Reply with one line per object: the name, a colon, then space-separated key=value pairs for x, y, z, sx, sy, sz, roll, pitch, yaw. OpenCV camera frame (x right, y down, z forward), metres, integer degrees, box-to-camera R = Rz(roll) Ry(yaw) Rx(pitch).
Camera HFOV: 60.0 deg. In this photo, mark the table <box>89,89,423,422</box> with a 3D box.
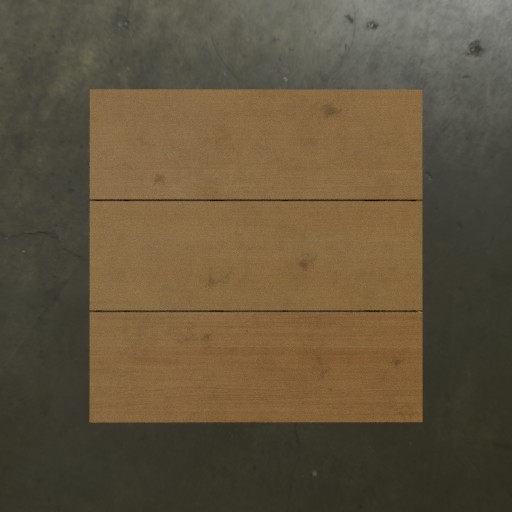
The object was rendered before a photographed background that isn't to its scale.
table: x=0.000 y=0.000 z=1.664 sx=1.100 sy=0.400 sz=1.100 roll=0 pitch=90 yaw=0
